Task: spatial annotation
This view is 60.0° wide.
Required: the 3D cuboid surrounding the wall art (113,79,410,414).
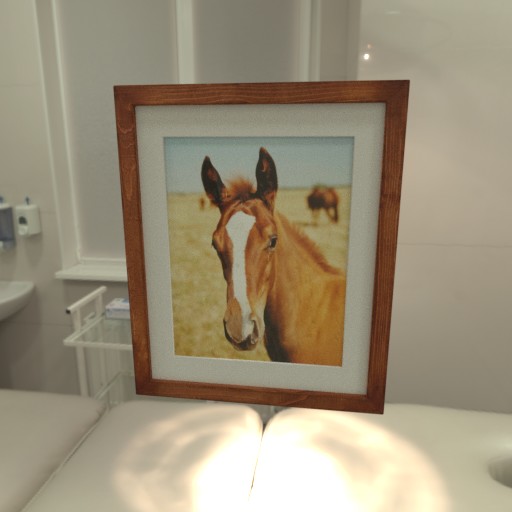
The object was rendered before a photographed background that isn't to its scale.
[{"bbox_3d":[0.000,0.000,0.765,0.462,0.558,0.030,2,14,8],"label":"wall art"}]
